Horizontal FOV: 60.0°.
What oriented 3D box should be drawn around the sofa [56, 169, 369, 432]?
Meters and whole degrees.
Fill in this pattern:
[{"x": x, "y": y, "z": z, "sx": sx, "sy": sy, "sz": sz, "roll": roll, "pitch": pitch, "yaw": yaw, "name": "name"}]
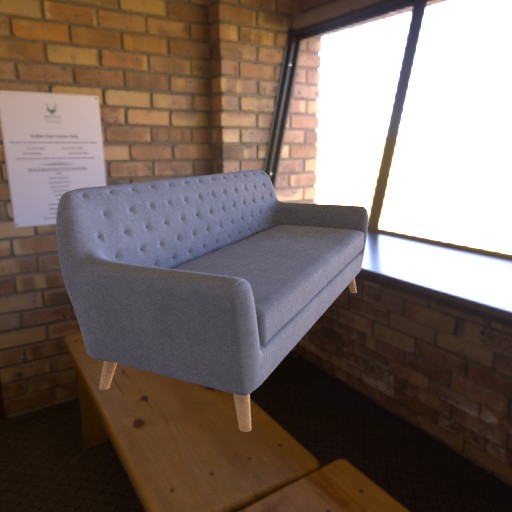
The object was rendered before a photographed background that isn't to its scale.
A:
[{"x": 0.000, "y": 0.000, "z": 2.397, "sx": 0.830, "sy": 0.830, "sz": 1.970, "roll": 6, "pitch": 15, "yaw": 24, "name": "sofa"}]
